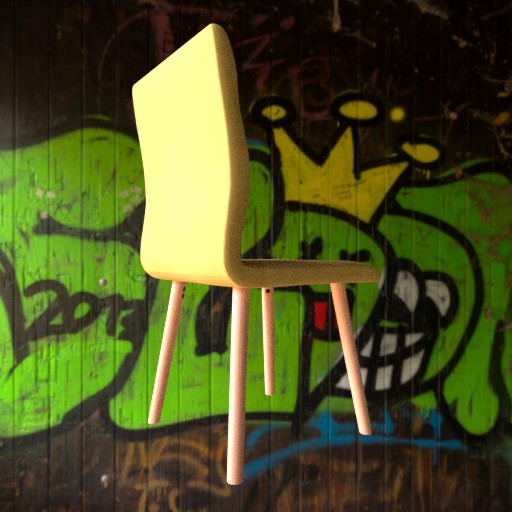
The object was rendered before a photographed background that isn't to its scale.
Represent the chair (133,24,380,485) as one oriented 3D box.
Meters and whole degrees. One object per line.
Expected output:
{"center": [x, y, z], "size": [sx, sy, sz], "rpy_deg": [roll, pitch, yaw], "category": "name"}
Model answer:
{"center": [0.000, 0.000, 1.245], "size": [0.550, 0.965, 0.450], "rpy_deg": [0, 0, -37], "category": "chair"}
